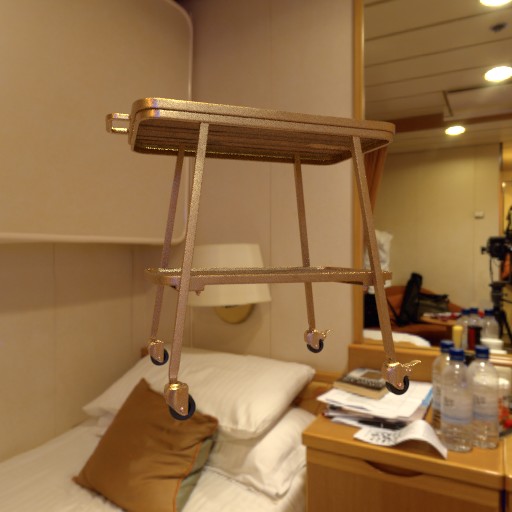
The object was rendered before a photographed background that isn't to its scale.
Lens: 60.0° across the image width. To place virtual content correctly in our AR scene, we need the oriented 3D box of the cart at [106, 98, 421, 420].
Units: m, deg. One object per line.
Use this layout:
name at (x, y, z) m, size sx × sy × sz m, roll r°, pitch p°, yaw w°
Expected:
cart at (0.000, 0.000, 1.261) m, size 0.806 × 0.700 × 0.524 m, roll 0°, pitch 1°, yaw -18°
